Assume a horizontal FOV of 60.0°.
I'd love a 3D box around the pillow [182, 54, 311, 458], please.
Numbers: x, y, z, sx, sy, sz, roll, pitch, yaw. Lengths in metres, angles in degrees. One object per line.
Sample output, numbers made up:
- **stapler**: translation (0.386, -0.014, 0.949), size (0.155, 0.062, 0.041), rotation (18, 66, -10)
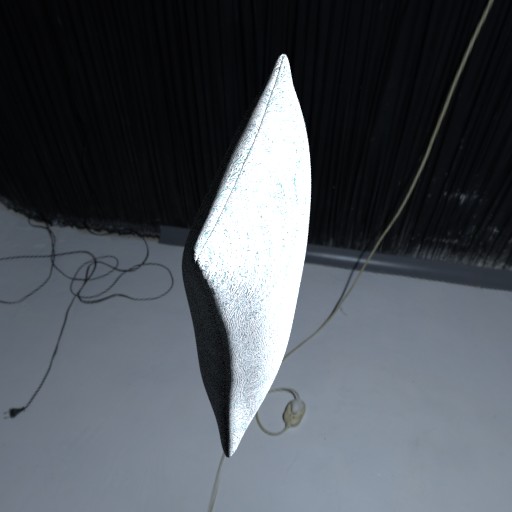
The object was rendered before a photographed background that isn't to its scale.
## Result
- **pillow**: translation (0.000, 0.000, 0.791), size (0.166, 0.507, 0.526), rotation (9, 46, 8)
